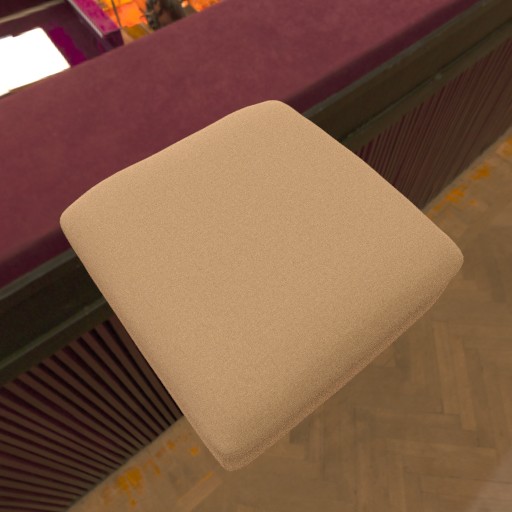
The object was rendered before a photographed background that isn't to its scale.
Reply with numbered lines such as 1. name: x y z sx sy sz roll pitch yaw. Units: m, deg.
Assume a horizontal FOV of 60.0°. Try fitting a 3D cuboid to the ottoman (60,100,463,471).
1. ottoman: 0.000 0.000 1.534 0.977 0.467 0.996 -34 64 -19
